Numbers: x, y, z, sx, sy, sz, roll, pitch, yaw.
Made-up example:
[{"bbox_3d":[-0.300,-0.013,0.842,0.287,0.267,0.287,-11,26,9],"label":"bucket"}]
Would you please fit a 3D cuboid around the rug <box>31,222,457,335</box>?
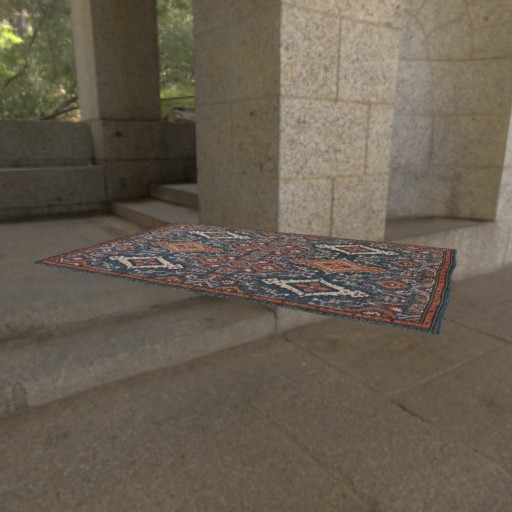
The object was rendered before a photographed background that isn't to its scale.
[{"bbox_3d":[0.000,0.000,4.114,3.371,0.008,2.190,7,16,25],"label":"rug"}]
